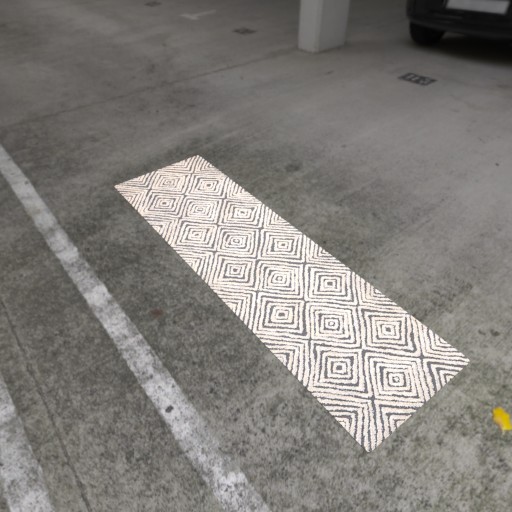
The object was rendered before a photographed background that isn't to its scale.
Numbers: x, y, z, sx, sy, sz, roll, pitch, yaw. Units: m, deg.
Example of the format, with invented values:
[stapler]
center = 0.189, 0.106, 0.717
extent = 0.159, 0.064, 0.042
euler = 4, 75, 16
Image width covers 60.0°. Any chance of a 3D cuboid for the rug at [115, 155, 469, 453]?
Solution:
[rug]
center = 0.000, 0.000, 2.496
extent = 0.676, 0.008, 2.277
euler = -28, 49, -27
